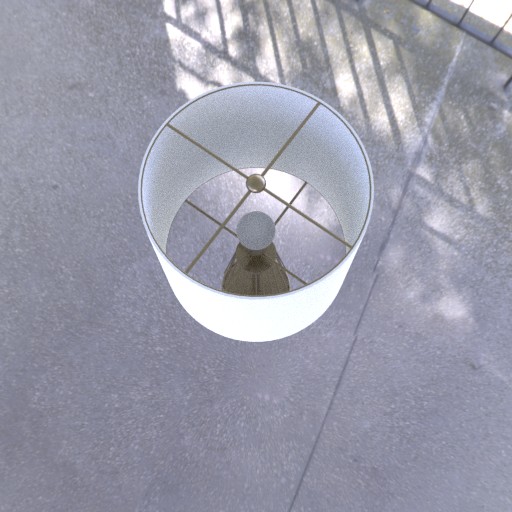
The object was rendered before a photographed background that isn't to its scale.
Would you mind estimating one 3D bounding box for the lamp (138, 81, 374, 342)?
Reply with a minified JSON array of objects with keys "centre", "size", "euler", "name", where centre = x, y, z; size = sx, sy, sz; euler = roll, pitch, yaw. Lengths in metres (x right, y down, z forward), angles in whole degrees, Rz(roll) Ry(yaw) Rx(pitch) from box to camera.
[{"centre":[0.000,0.000,0.778],"size":[0.303,0.618,0.303],"euler":[0,75,0],"name":"lamp"}]
